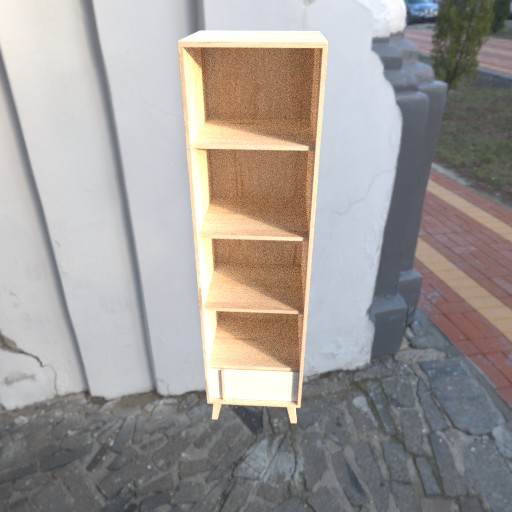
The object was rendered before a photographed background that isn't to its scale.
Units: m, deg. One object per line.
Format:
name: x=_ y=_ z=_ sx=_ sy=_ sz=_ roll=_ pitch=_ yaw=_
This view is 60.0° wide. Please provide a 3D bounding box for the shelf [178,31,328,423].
shelf: x=0.000 y=0.000 z=2.195 sx=0.510 sy=1.960 sz=0.450 roll=2 pitch=31 yaw=3
